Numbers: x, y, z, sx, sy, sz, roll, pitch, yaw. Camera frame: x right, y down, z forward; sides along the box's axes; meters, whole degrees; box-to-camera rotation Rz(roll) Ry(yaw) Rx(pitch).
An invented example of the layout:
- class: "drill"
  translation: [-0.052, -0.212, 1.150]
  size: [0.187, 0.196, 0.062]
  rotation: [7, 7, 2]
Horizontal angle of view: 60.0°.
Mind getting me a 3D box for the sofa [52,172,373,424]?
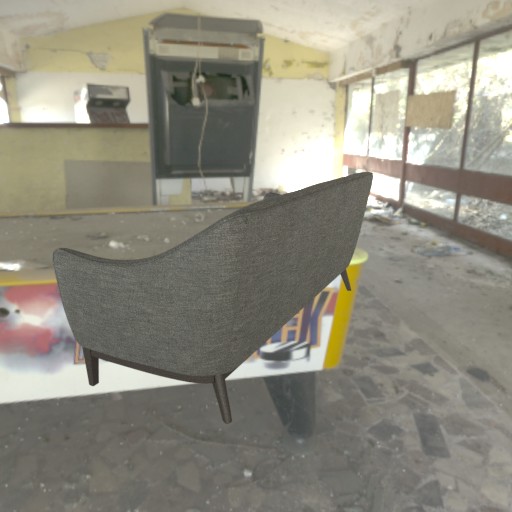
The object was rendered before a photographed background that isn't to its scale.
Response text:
- class: "sofa"
  translation: [0.000, 0.000, 2.422]
  size: [0.867, 0.829, 1.928]
  rotation: [8, 17, 26]
